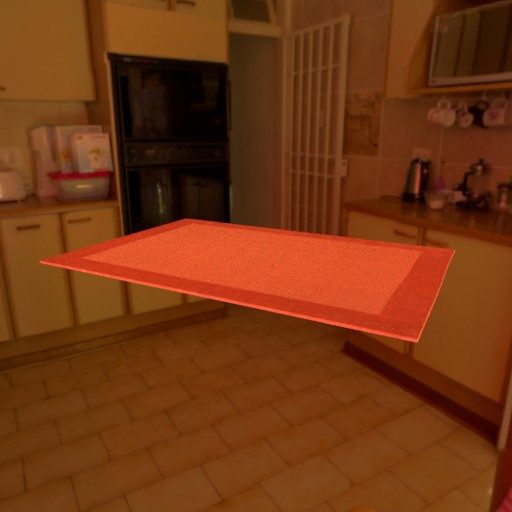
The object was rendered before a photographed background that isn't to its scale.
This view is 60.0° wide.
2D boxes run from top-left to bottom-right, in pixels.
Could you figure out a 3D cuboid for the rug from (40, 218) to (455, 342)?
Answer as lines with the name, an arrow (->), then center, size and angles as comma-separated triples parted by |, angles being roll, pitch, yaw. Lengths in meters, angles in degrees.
rug -> 0.000, 0.000, 2.338 | 1.829, 0.014, 1.219 | 9, 18, 27
